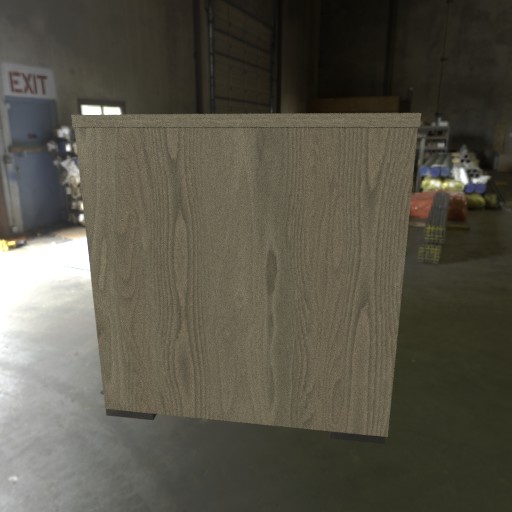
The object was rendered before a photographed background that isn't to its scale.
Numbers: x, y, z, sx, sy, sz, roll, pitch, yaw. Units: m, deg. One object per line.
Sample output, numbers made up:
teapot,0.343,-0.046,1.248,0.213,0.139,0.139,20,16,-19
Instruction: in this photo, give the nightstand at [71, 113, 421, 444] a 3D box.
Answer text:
nightstand,0.000,0.000,0.769,0.442,0.461,0.325,2,16,9
